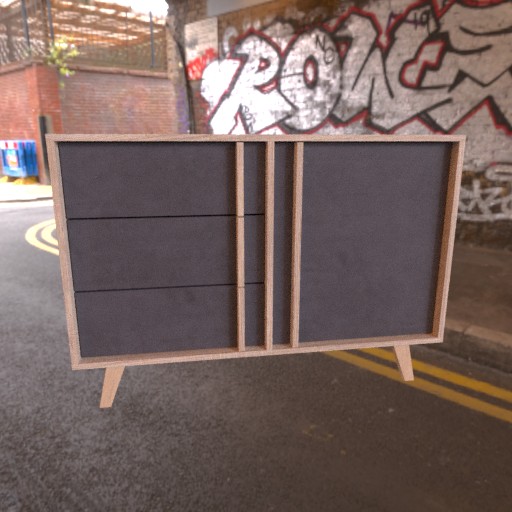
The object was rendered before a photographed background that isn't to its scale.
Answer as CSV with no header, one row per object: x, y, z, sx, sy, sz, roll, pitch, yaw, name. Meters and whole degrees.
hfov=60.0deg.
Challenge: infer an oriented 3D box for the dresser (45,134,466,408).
0.000,0.000,1.489,1.110,0.780,0.500,-2,15,-9,dresser
